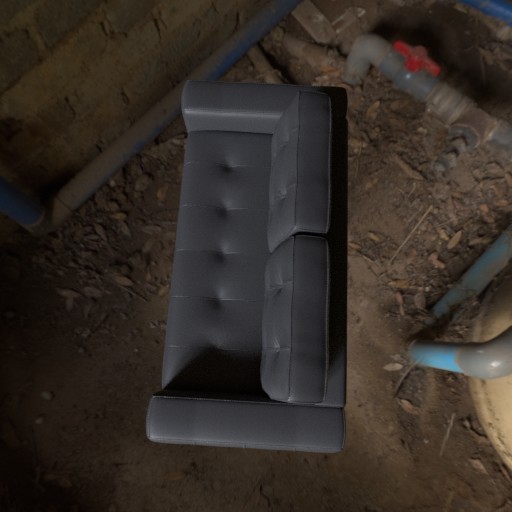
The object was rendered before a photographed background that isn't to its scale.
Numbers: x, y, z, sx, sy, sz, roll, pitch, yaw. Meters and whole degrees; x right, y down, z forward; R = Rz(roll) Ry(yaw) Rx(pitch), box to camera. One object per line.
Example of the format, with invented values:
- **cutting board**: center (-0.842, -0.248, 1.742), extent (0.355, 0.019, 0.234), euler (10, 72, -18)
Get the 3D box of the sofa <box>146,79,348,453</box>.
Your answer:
- **sofa**: center (0.000, 0.000, 2.186), extent (0.833, 0.893, 1.726), euler (3, 76, 1)
